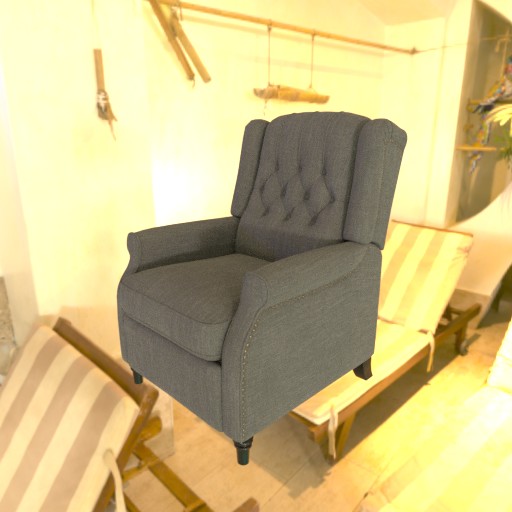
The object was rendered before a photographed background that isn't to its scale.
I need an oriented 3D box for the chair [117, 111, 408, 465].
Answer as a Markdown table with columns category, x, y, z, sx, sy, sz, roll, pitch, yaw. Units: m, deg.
| category | x | y | z | sx | sy | sz | roll | pitch | yaw |
| --- | --- | --- | --- | --- | --- | --- | --- | --- | --- |
| chair | 0.000 | 0.000 | 1.648 | 0.898 | 1.035 | 0.742 | -16 | 23 | -42 |
